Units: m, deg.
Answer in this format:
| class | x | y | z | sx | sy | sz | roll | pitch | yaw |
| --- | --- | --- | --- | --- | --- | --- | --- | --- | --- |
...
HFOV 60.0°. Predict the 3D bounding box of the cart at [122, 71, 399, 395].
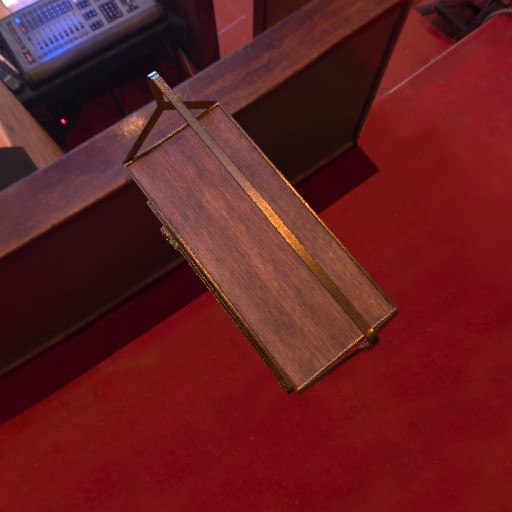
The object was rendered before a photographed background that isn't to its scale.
| class | x | y | z | sx | sy | sz | roll | pitch | yaw |
| --- | --- | --- | --- | --- | --- | --- | --- | --- | --- |
| cart | 0.000 | 0.000 | 1.196 | 0.313 | 0.805 | 0.723 | -37 | 78 | -9 |
